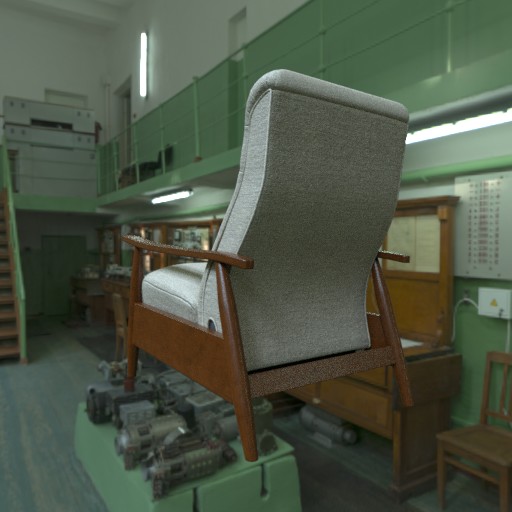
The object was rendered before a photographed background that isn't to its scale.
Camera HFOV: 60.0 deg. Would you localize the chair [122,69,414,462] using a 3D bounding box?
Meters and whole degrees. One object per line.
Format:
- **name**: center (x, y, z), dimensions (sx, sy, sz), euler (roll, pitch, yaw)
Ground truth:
- **chair**: center (0.000, 0.000, 1.789), dimensions (0.762, 1.082, 1.014), euler (-1, 2, -35)
